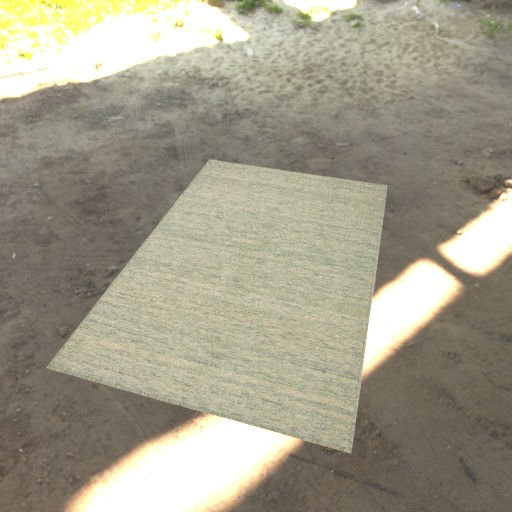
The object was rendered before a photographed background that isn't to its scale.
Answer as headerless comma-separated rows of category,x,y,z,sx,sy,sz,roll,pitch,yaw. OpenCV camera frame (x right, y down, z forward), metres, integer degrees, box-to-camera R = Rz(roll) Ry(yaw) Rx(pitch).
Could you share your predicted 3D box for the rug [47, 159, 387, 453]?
rug,0.000,0.000,2.362,1.250,0.015,1.850,11,42,13
